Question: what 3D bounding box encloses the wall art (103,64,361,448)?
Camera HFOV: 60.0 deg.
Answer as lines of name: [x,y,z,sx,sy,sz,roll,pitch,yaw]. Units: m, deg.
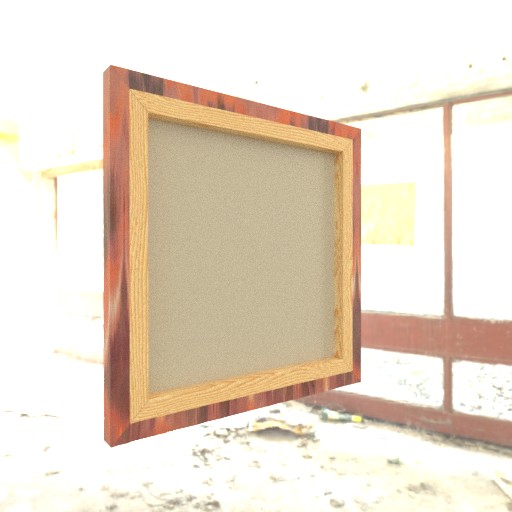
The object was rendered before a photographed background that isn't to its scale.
wall art: [0.000,0.000,0.897,0.603,0.609,0.037,0,0,-37]
